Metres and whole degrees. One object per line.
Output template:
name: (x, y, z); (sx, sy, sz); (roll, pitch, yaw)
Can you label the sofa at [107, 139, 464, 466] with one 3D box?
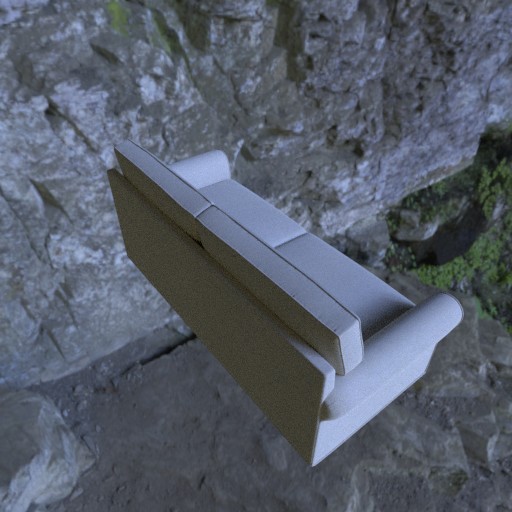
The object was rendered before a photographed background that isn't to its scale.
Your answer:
sofa: (0.000, 0.000, 2.637); (0.901, 0.962, 2.146); (-26, 46, -28)
